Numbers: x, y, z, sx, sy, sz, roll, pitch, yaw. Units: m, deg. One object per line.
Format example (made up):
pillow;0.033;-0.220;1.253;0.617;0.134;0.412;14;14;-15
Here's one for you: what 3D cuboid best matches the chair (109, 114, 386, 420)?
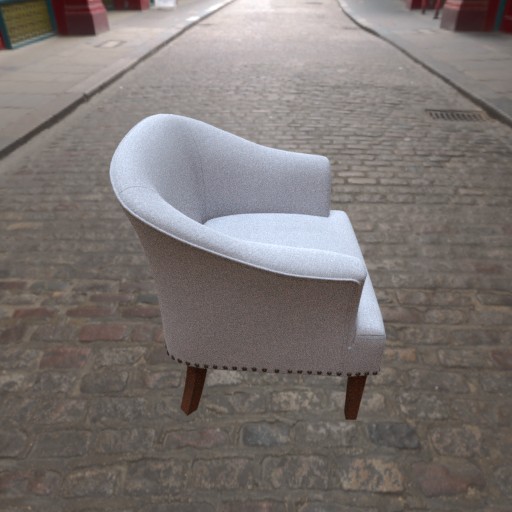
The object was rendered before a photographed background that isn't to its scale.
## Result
chair;0.000;0.000;1.435;0.704;0.815;0.798;1;33;1
